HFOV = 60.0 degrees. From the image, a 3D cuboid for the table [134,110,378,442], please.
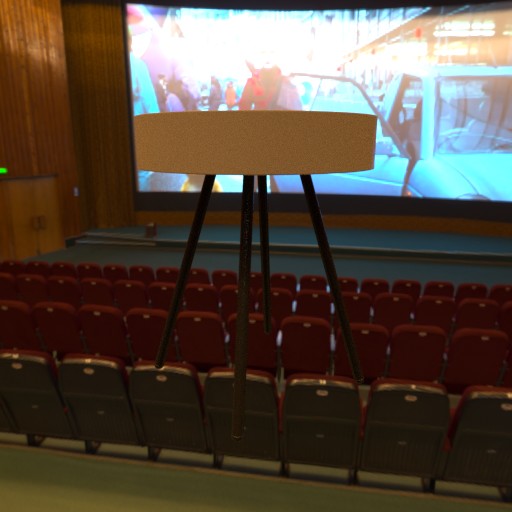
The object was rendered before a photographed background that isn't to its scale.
[{"bbox_3d":[0.000,0.000,0.880,0.450,0.525,0.450,0,15,0],"label":"table"}]
